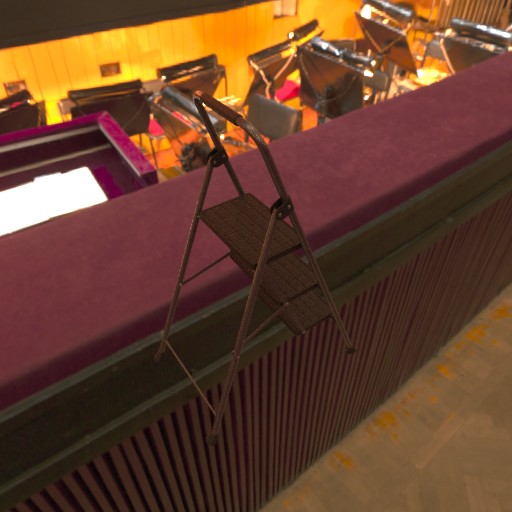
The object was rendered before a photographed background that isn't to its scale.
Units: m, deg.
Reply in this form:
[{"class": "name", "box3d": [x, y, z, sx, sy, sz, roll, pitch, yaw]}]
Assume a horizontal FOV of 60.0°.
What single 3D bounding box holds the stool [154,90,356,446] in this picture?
[{"class": "stool", "box3d": [0.000, 0.000, 1.513, 0.733, 1.121, 0.473, -25, 48, -25]}]
